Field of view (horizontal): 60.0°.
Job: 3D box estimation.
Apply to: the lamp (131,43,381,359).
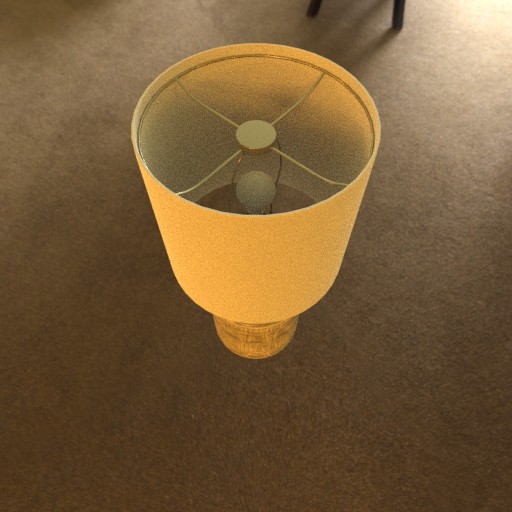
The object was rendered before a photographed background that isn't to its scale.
[{"bbox_3d":[0.000,0.000,0.572,0.211,0.455,0.211,-31,64,-17],"label":"lamp"}]
